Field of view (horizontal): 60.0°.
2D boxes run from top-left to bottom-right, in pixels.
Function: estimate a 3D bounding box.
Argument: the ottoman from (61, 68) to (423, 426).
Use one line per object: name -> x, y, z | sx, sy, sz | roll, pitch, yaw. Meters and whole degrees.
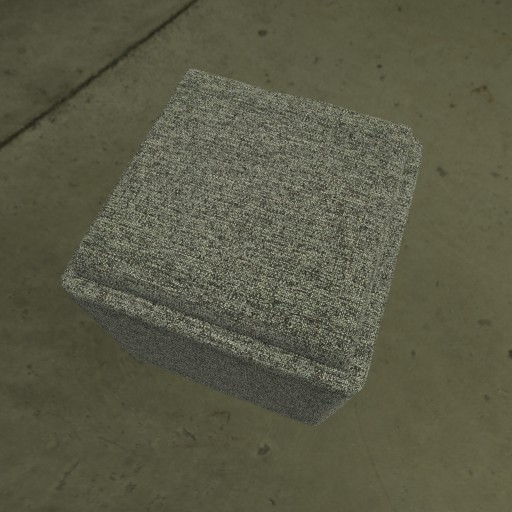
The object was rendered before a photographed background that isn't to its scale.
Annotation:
ottoman -> 0.000, 0.000, 0.833 | 0.450, 0.463, 0.450 | 18, 65, 9
